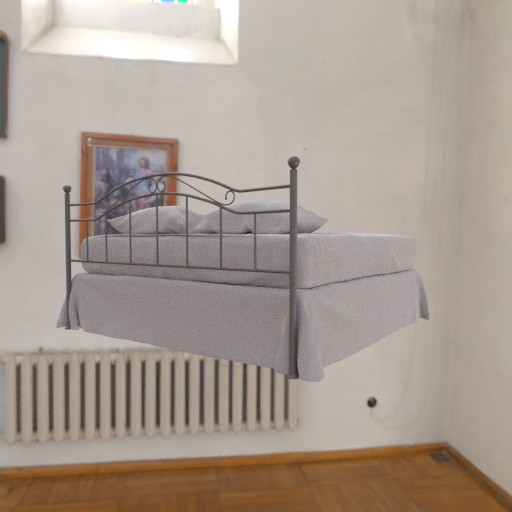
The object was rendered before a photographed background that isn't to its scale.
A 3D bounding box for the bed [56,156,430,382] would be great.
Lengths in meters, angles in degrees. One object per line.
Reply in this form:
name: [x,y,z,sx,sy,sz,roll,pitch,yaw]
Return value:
bed: [0.000,0.000,3.603,2.309,1.080,2.220,2,3,36]
